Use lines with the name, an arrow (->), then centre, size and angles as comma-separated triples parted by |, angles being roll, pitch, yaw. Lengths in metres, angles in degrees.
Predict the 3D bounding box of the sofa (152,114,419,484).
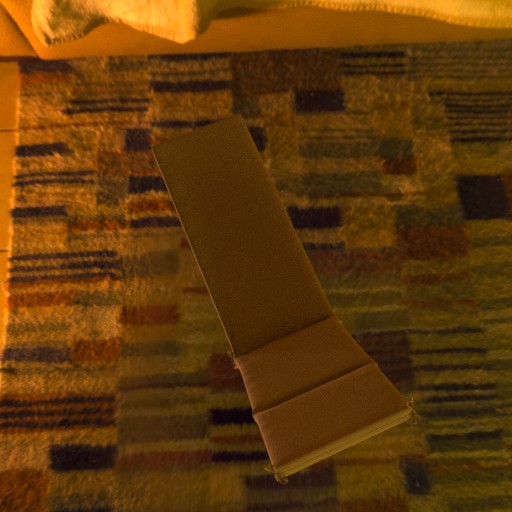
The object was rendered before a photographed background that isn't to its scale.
sofa -> 0.000, 0.000, 1.959 | 0.582, 0.622, 1.663 | -22, 77, -5
